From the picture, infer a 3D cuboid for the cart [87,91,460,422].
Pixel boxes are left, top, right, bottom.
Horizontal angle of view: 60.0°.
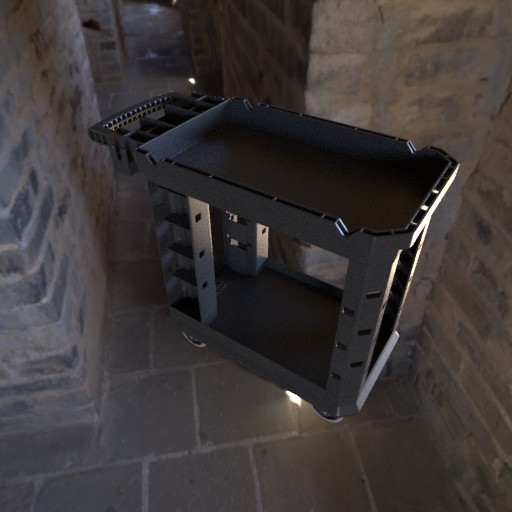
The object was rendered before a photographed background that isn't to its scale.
[{"bbox_3d":[0.000,0.000,1.575,1.061,0.884,0.497,23,45,25],"label":"cart"}]
